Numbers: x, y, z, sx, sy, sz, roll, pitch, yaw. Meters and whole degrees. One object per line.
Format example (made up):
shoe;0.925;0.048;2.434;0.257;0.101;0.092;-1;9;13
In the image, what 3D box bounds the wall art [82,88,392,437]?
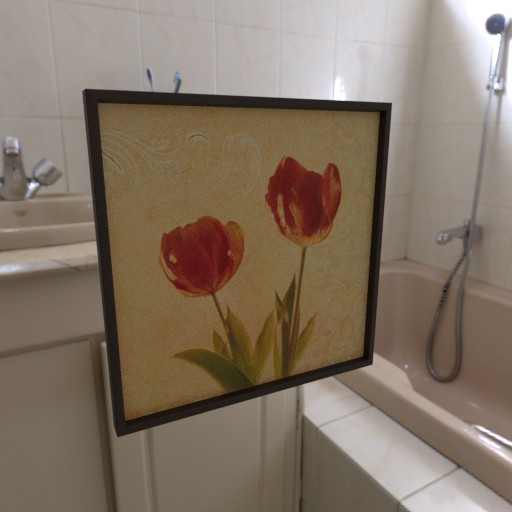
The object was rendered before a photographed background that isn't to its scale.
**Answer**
wall art;0.000;0.000;0.519;0.349;0.349;0.038;-7;17;-26
